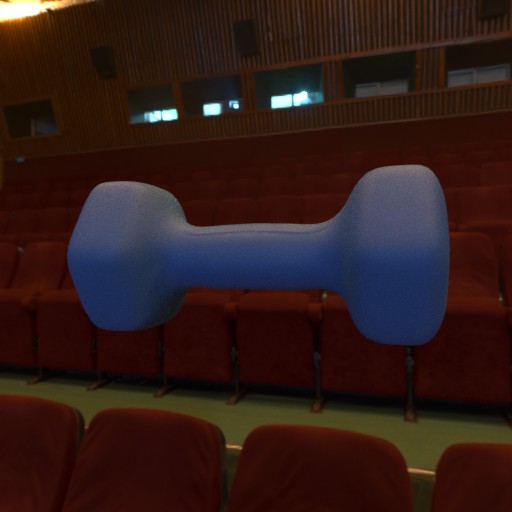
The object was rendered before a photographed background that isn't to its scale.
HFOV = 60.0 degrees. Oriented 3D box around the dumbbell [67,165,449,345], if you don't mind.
[{"bbox_3d":[0.000,0.000,0.266,0.212,0.093,0.103,0,-1,17],"label":"dumbbell"}]
